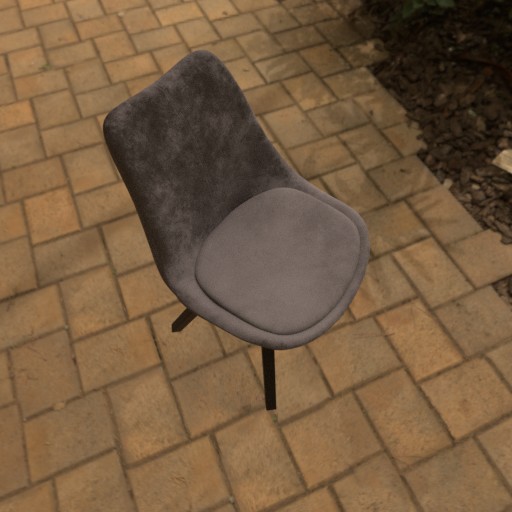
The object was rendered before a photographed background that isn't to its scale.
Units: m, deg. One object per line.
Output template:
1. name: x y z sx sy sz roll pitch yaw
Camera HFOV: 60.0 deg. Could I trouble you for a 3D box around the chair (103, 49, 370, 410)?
1. chair: 0.000 0.000 1.177 0.550 0.850 0.485 33 64 19
